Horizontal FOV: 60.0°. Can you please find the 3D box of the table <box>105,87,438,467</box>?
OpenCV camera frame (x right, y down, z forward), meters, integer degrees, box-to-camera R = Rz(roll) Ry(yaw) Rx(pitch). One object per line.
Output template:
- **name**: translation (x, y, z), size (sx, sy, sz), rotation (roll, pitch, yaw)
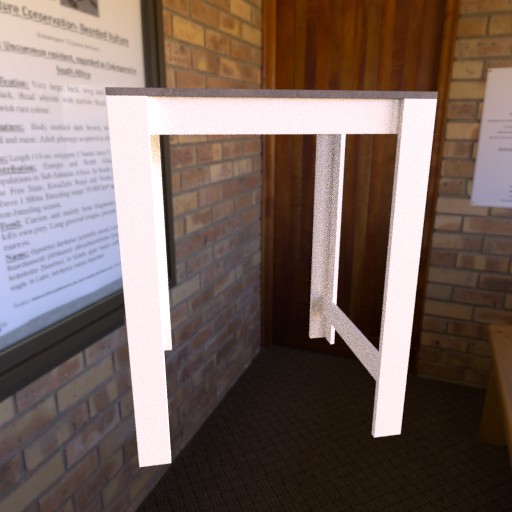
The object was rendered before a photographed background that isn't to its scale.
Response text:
- **table**: translation (0.000, 0.000, 1.517), size (0.800, 1.020, 0.700), rotation (-3, 17, -10)
